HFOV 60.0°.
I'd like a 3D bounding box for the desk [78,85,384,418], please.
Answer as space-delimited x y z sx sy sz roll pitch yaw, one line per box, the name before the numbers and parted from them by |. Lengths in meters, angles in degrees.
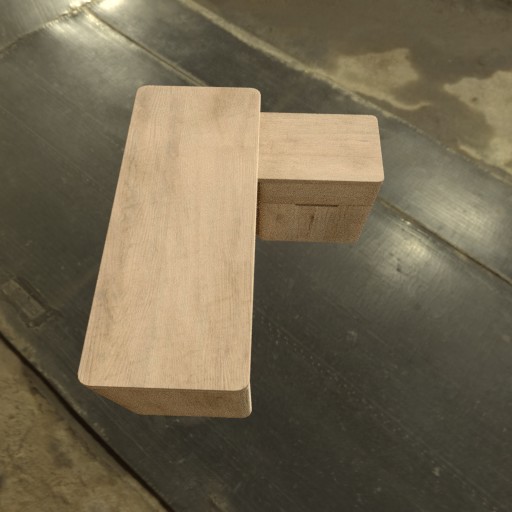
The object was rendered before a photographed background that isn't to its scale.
desk | 0.000 0.000 2.139 1.175 0.770 1.400 2 64 1
